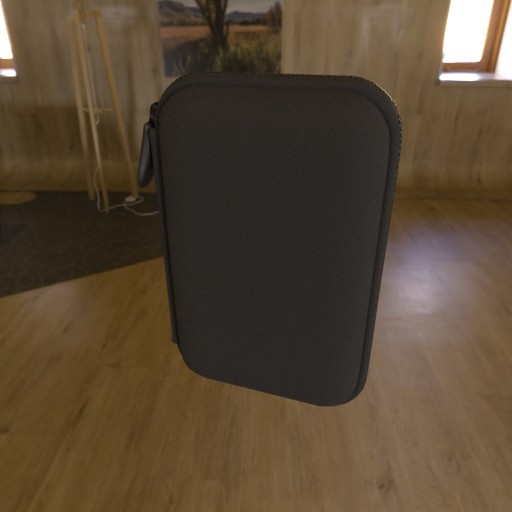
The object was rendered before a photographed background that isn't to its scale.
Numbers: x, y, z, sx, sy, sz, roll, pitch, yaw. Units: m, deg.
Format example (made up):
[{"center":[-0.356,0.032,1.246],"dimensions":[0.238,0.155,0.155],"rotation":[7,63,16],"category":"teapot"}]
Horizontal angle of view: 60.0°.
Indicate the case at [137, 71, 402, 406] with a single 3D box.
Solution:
[{"center":[0.000,0.000,0.192],"dimensions":[0.107,0.147,0.030],"rotation":[9,28,17],"category":"case"}]
